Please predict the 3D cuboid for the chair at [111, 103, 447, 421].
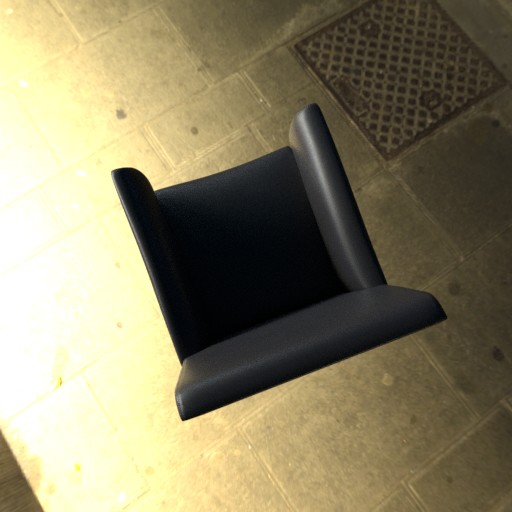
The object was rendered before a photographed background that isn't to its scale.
[{"bbox_3d":[0.000,0.000,1.475,0.683,0.951,0.772,-20,77,-5],"label":"chair"}]
